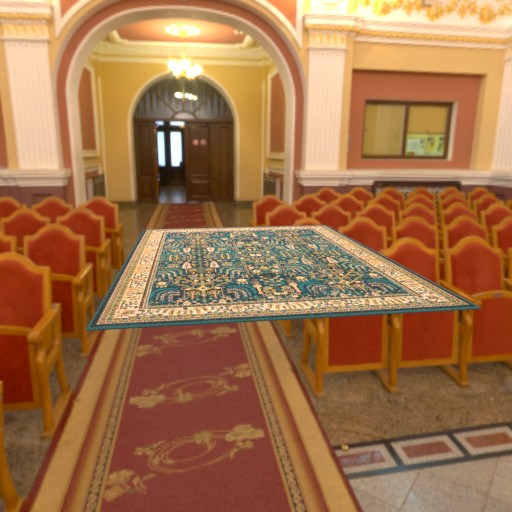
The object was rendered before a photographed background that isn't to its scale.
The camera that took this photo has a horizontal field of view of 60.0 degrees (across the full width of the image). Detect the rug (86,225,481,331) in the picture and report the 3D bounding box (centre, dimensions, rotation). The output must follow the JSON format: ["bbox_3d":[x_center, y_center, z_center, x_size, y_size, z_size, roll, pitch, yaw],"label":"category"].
[{"bbox_3d":[0.000,0.000,3.908,2.226,0.015,3.044,-2,13,-8],"label":"rug"}]
